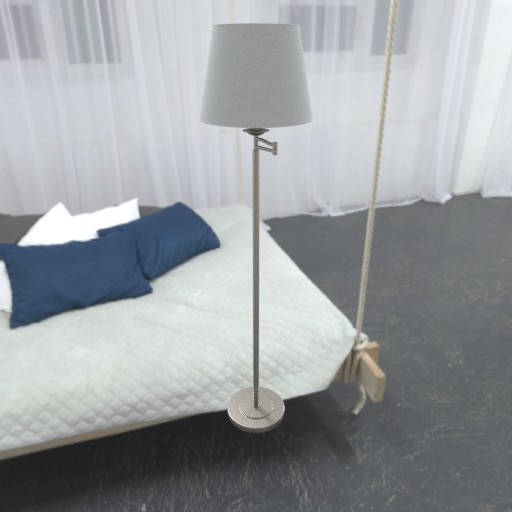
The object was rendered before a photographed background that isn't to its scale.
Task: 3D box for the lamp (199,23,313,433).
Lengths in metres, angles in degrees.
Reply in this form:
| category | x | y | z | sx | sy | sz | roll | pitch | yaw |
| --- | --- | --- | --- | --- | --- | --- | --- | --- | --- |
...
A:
| category | x | y | z | sx | sy | sz | roll | pitch | yaw |
| --- | --- | --- | --- | --- | --- | --- | --- | --- | --- |
| lamp | 0.000 | 0.000 | 1.595 | 0.355 | 1.473 | 0.355 | 0 | 25 | 0 |
